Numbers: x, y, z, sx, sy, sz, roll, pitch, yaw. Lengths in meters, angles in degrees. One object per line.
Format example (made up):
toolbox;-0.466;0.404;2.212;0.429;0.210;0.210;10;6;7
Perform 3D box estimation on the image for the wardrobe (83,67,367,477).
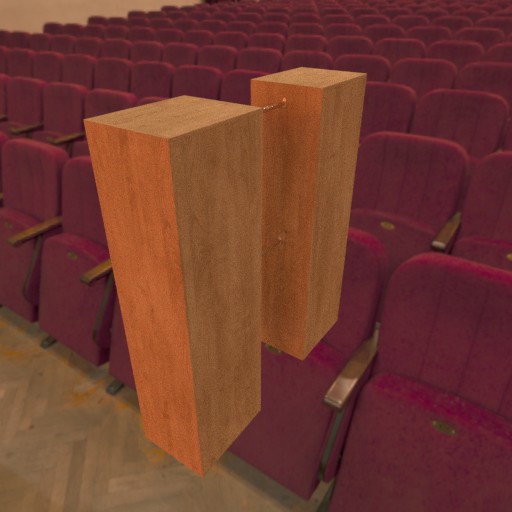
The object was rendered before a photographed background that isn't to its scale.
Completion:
wardrobe;0.000;0.000;2.827;0.480;2.000;1.770;20;36;30
